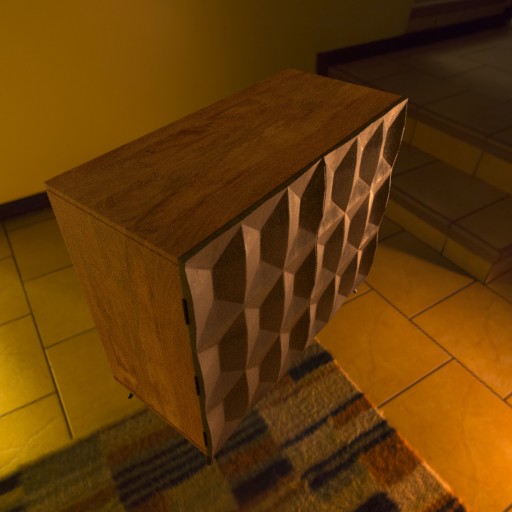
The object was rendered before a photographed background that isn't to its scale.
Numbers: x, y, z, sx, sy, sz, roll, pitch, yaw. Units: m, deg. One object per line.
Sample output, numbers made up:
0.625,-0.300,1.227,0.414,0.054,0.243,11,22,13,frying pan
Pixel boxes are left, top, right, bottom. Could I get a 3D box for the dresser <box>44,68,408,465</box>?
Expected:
0.000,0.000,1.437,0.446,0.847,0.967,27,48,28,dresser
